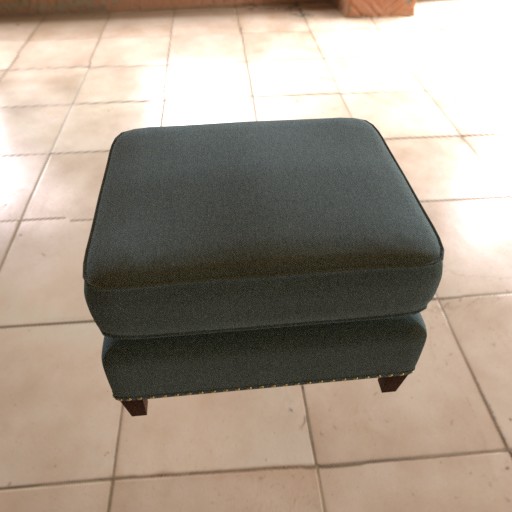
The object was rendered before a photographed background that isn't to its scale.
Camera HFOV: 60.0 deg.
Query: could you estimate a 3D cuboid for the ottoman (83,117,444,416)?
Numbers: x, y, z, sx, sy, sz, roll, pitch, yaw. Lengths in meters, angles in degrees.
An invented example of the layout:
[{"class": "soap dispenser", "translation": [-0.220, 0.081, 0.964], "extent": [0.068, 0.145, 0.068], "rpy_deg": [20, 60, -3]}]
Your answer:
[{"class": "ottoman", "translation": [0.000, 0.000, 1.153], "extent": [0.738, 0.537, 0.589], "rpy_deg": [-4, 46, -4]}]
